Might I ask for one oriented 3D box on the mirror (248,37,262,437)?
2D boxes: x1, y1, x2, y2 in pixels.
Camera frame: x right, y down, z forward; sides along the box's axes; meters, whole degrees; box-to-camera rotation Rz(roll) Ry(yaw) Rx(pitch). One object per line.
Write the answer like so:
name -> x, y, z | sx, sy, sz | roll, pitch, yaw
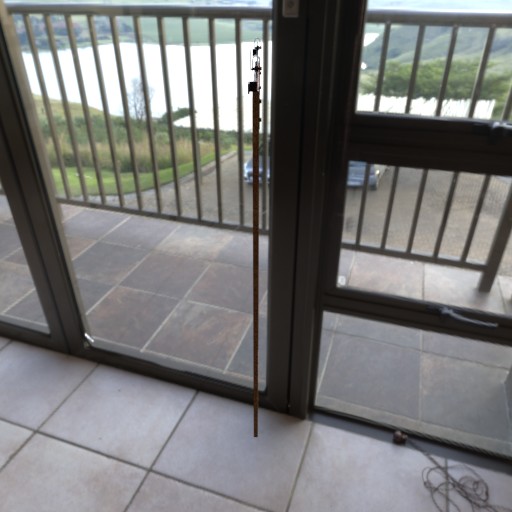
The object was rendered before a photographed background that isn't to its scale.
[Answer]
mirror -> 0.000, 0.000, 2.076 | 0.042, 1.793, 0.847 | 0, 31, 0
